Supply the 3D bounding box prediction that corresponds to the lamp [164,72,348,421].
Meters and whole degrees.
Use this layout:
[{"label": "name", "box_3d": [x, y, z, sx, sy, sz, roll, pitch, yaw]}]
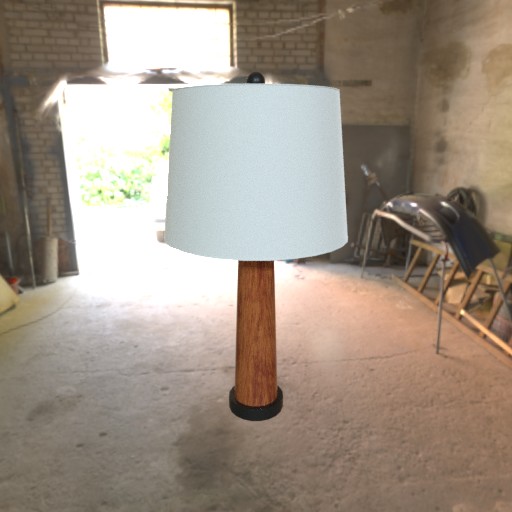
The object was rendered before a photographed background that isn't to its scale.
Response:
[{"label": "lamp", "box_3d": [0.000, 0.000, 0.865, 0.349, 0.667, 0.349, 0, 16, 0]}]
